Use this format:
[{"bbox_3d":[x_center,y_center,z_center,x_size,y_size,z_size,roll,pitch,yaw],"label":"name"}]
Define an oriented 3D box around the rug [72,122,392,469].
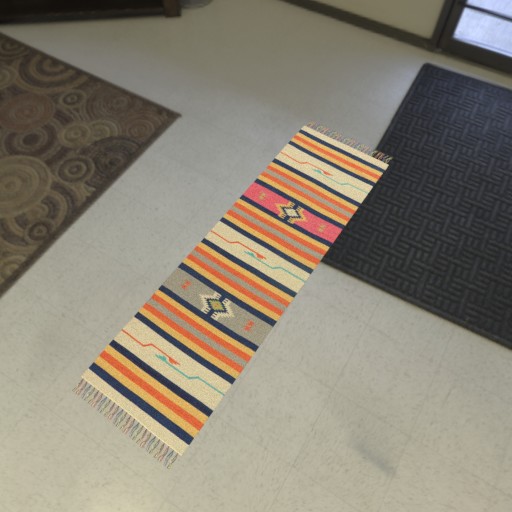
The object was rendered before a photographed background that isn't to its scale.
[{"bbox_3d":[0.000,0.000,2.751,0.695,0.017,2.455,31,64,17],"label":"rug"}]
